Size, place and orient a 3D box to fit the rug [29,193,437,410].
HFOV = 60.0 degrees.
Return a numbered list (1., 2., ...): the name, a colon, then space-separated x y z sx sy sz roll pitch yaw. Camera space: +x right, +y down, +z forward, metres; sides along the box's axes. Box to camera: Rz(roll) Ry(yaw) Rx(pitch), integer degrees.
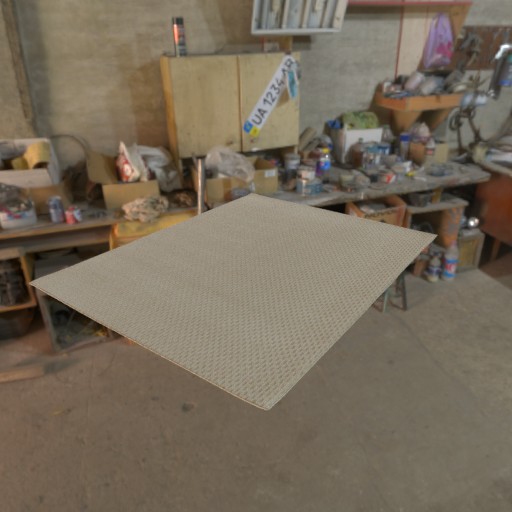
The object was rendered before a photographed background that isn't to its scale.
1. rug: 0.000 0.000 3.890 2.277 0.035 2.897 18 31 32
